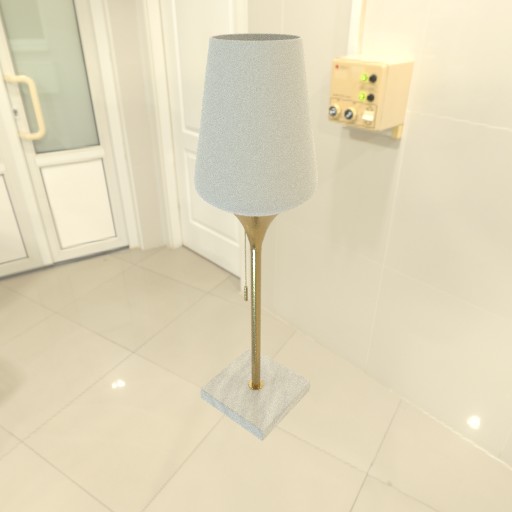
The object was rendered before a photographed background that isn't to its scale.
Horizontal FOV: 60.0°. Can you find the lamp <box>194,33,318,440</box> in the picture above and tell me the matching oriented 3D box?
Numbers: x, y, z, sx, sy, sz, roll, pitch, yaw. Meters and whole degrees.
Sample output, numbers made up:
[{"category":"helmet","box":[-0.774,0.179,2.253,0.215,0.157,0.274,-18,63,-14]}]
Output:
[{"category":"lamp","box":[0.000,0.000,0.718,0.181,0.639,0.181,23,37,33]}]
